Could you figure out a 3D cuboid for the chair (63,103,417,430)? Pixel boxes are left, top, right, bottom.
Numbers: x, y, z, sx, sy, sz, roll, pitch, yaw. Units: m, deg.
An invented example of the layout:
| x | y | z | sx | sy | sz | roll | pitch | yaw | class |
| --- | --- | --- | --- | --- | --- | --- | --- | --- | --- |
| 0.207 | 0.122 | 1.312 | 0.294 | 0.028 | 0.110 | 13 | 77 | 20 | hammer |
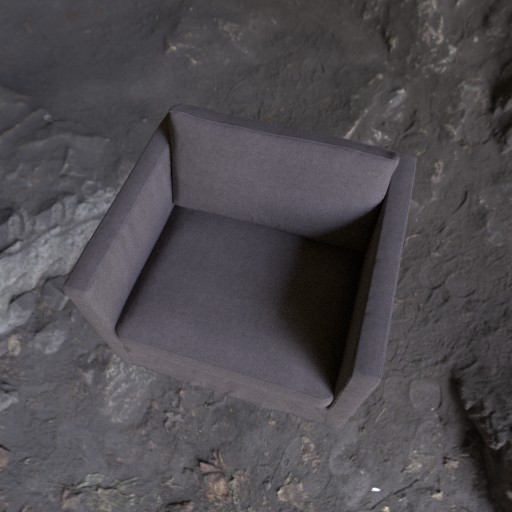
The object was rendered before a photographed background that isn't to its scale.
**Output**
| x | y | z | sx | sy | sz | roll | pitch | yaw | class |
| --- | --- | --- | --- | --- | --- | --- | --- | --- | --- |
| 0.000 | 0.000 | 1.783 | 1.057 | 0.863 | 0.949 | 15 | 60 | 9 | chair |
